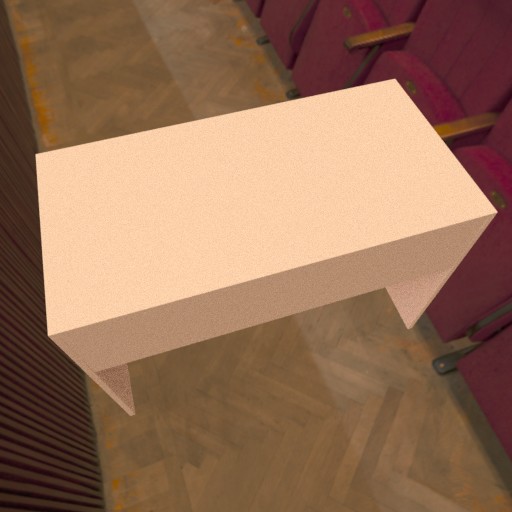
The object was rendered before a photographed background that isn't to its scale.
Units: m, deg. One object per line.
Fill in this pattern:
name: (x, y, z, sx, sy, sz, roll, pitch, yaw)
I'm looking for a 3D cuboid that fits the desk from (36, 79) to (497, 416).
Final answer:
desk: (0.000, 0.000, 1.477, 1.100, 0.730, 0.560, -15, 59, -9)
